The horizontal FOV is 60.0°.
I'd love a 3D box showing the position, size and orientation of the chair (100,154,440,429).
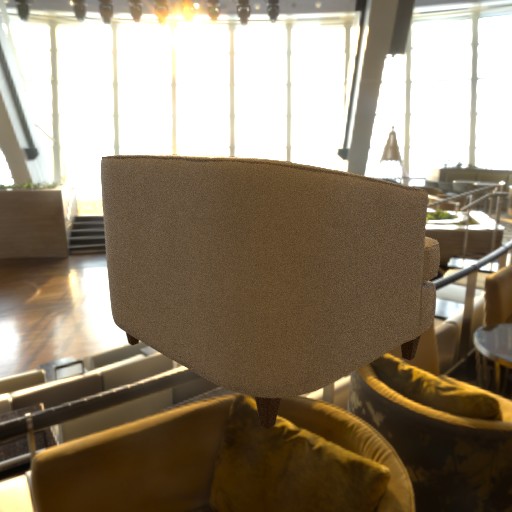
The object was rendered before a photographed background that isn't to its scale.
[{"bbox_3d":[0.000,0.000,1.740,0.914,0.787,1.118,-13,19,-43],"label":"chair"}]
